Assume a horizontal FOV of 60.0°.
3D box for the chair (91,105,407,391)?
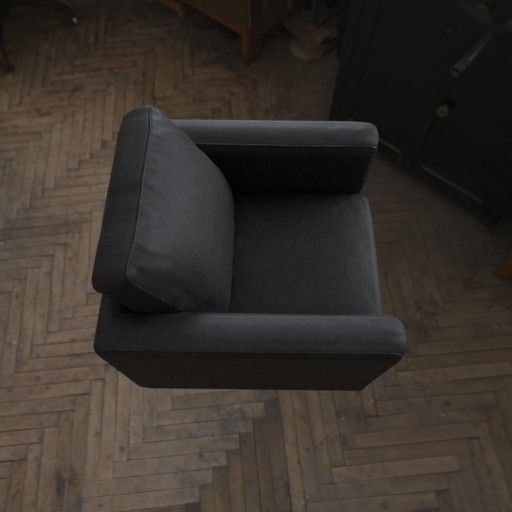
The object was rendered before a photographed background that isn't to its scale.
[{"bbox_3d":[0.000,0.000,1.558,0.879,0.898,0.831,1,64,0],"label":"chair"}]
